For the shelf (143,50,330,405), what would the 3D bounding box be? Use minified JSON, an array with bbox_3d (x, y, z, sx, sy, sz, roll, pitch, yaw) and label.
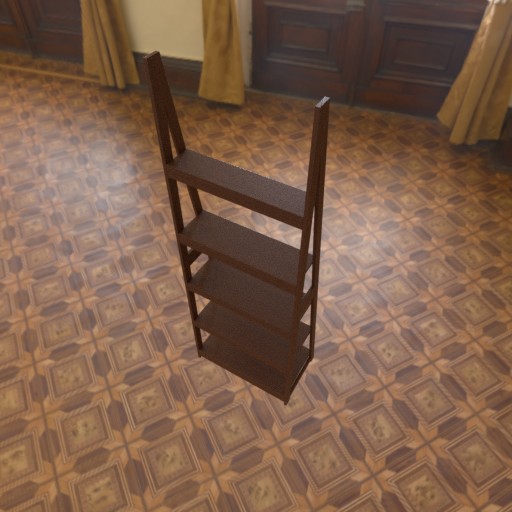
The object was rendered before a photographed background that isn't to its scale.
[{"bbox_3d":[0.000,0.000,1.997,0.600,1.770,0.350,24,51,20],"label":"shelf"}]
